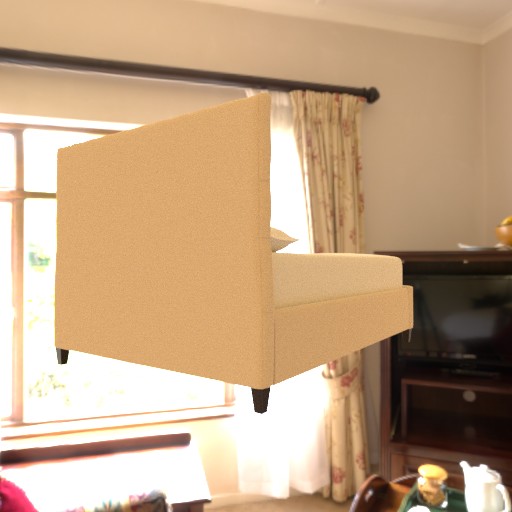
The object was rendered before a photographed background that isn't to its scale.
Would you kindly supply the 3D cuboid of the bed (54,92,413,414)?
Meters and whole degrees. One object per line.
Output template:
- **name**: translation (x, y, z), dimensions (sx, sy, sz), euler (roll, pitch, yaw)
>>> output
- **bed**: translation (0.000, 0.000, 3.316), dimensions (1.696, 1.426, 2.233), euler (0, -1, 36)
